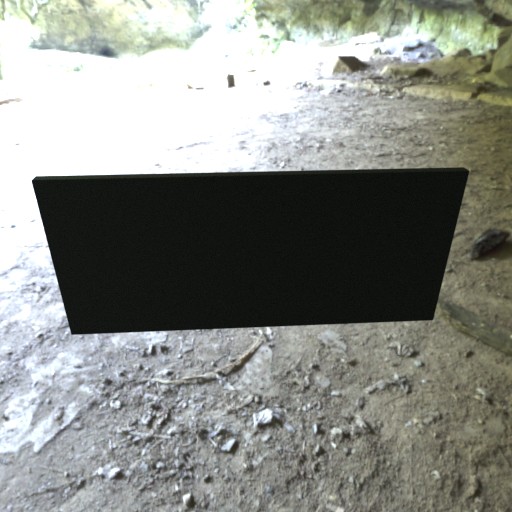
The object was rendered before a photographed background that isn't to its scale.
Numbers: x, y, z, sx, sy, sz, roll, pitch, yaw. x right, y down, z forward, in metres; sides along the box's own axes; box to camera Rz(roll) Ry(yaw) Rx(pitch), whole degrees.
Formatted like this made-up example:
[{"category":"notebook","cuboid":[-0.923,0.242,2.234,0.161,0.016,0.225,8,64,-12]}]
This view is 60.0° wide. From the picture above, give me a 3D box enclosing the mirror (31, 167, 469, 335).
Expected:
[{"category":"mirror","cuboid":[0.000,0.000,1.787,1.584,0.692,0.047,-2,29,-3]}]
